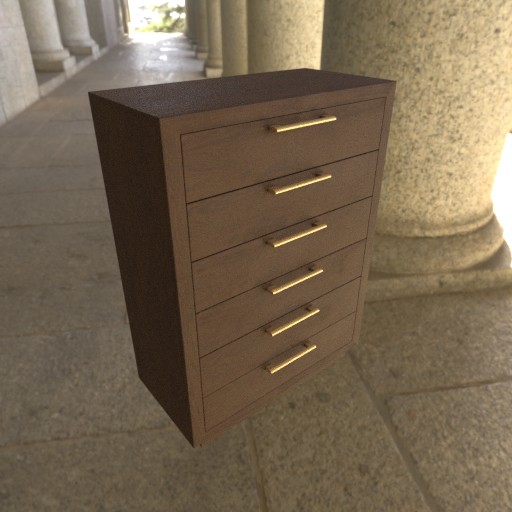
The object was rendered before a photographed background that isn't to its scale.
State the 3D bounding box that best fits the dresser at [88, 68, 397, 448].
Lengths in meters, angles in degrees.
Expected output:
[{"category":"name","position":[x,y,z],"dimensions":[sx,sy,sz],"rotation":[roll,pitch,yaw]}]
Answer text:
[{"category":"dresser","position":[0.000,0.000,1.828],"dimensions":[0.964,1.320,0.516],"rotation":[-22,36,-33]}]
